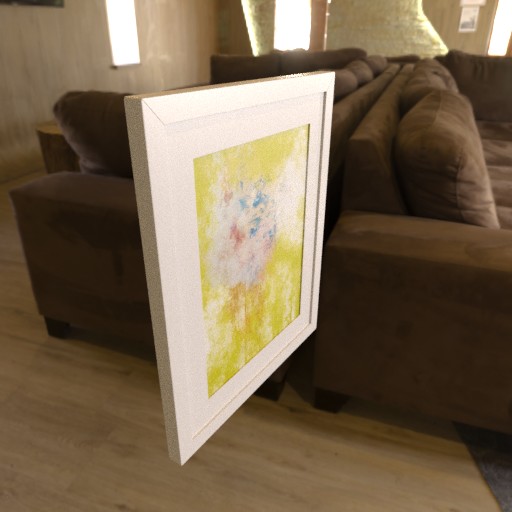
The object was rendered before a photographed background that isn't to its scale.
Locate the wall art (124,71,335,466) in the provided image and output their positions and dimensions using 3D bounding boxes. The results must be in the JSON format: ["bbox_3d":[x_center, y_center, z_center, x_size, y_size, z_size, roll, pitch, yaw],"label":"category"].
[{"bbox_3d":[0.000,0.000,0.754,0.028,0.556,0.454,17,31,31],"label":"wall art"}]
